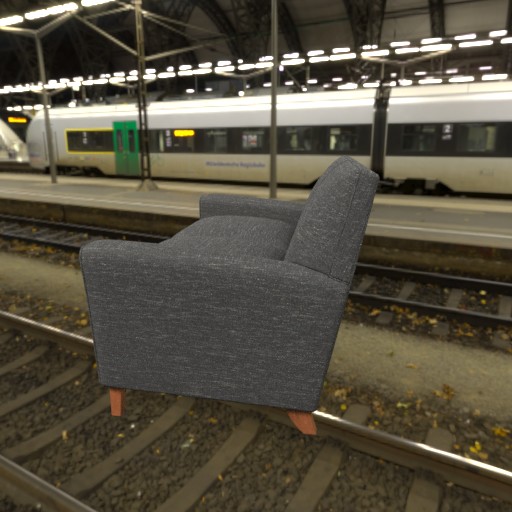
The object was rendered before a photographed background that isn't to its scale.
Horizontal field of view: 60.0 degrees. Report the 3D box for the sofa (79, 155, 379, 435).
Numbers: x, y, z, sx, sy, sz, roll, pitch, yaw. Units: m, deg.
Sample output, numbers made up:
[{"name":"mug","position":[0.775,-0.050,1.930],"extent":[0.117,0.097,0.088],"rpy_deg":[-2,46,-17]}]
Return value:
[{"name":"sofa","position":[0.000,0.000,1.978],"extent":[0.875,0.846,1.420],"rpy_deg":[2,14,9]}]
